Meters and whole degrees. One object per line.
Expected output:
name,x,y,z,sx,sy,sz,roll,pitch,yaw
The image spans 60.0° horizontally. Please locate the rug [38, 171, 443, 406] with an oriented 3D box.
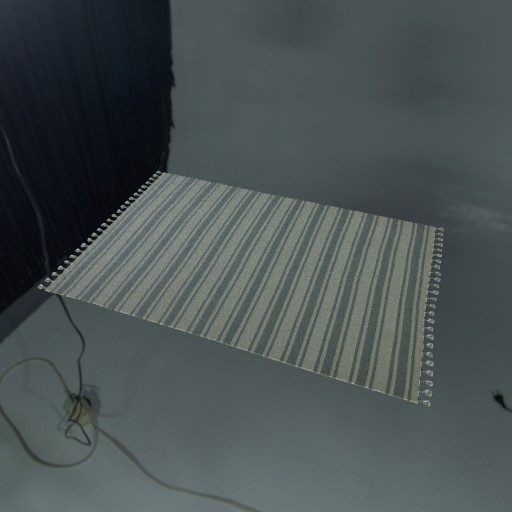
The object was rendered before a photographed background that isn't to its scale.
rug,0.000,0.000,3.051,2.410,0.011,1.539,14,43,15
